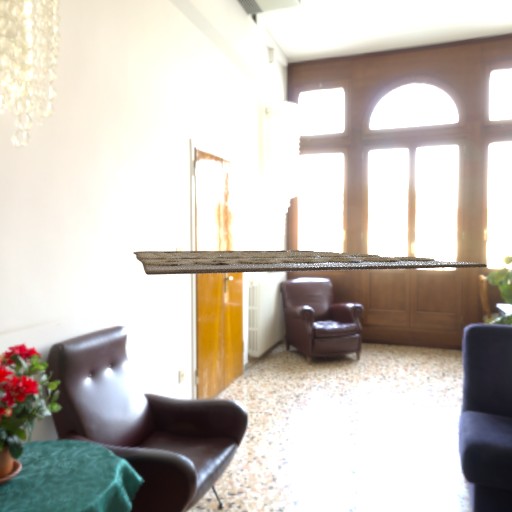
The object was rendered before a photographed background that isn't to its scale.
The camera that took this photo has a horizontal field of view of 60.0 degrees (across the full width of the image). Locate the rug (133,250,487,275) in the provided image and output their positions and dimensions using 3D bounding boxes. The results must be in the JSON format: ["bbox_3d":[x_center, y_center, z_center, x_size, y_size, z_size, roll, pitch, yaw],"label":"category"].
[{"bbox_3d":[0.000,0.000,2.909,1.513,0.033,2.333,-1,2,-17],"label":"rug"}]
